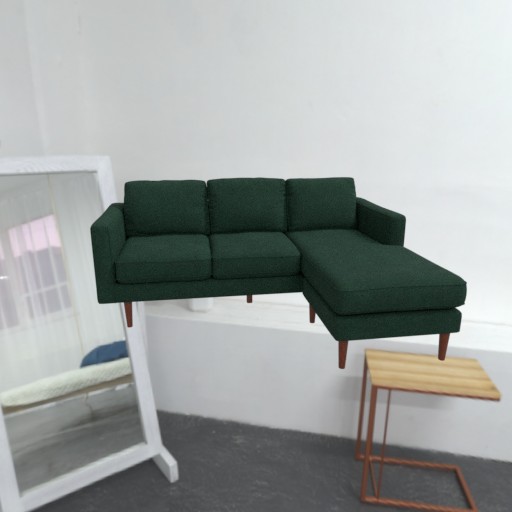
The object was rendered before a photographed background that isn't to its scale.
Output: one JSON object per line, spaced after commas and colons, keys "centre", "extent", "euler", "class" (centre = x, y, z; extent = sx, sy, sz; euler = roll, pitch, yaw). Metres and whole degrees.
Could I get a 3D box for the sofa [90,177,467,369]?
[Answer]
{"centre": [0.000, 0.000, 2.906], "extent": [2.030, 0.899, 1.580], "euler": [-2, 16, -8], "class": "sofa"}
